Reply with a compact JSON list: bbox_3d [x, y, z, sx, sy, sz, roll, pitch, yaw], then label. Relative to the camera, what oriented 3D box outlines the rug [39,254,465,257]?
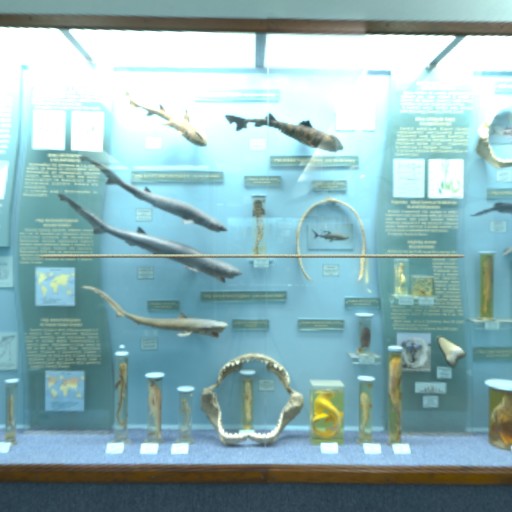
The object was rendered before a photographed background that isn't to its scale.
[{"bbox_3d":[0.000,0.000,4.074,2.462,0.018,3.039,0,0,1],"label":"rug"}]
